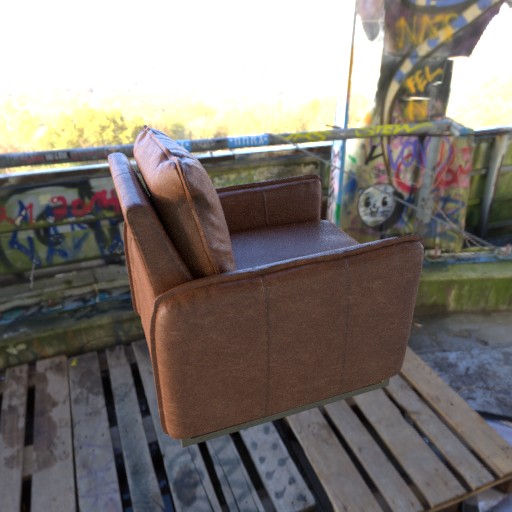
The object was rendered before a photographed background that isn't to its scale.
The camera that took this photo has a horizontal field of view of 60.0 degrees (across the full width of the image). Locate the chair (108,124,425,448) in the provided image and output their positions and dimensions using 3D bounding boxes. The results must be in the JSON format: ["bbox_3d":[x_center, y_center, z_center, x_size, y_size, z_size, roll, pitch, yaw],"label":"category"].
[{"bbox_3d":[0.000,0.000,1.645,0.922,0.922,0.830,-10,29,-18],"label":"chair"}]
